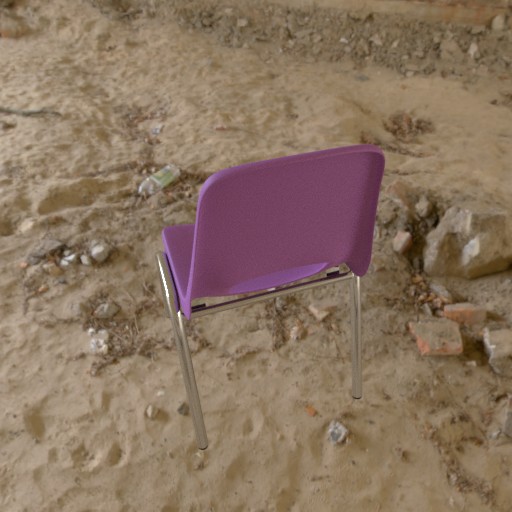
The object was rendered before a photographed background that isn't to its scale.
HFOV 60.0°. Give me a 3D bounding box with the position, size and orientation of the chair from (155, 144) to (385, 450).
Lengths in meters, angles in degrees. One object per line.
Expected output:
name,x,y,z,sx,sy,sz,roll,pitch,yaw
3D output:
chair,0.000,0.000,0.675,0.291,0.493,0.301,-13,43,-14
